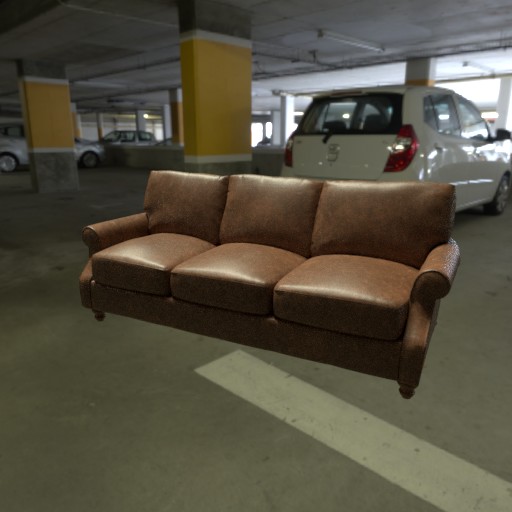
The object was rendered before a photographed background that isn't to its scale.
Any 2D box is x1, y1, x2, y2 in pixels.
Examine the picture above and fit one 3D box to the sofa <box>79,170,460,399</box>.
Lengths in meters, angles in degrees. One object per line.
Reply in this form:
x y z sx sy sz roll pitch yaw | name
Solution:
0.000 0.000 2.829 2.351 0.977 0.973 8 17 26 | sofa
